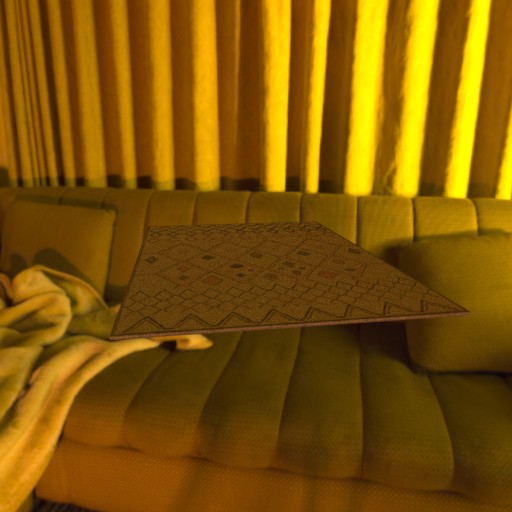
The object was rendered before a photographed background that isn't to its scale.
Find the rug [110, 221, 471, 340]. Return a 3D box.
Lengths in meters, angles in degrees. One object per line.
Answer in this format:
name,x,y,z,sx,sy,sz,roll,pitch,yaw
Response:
rug,0.000,0.000,2.323,1.219,0.016,1.829,-2,15,-9
